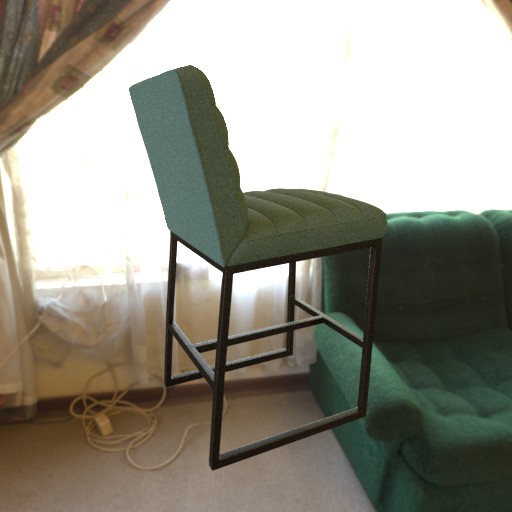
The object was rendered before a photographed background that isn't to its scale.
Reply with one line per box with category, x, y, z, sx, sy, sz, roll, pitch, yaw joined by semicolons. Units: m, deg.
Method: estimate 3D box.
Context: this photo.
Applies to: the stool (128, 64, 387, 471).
stool;0.000;0.000;1.259;0.560;0.940;0.460;-8;18;-26
